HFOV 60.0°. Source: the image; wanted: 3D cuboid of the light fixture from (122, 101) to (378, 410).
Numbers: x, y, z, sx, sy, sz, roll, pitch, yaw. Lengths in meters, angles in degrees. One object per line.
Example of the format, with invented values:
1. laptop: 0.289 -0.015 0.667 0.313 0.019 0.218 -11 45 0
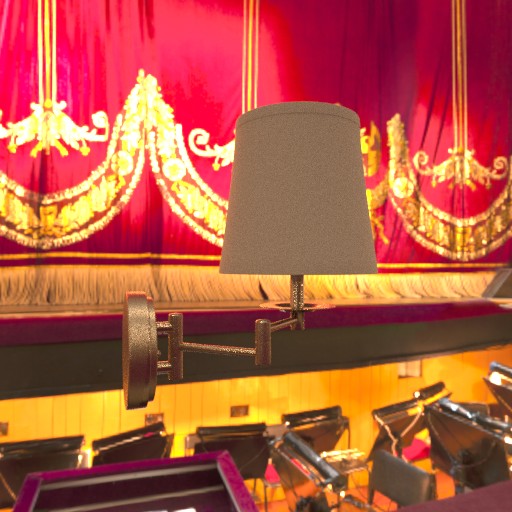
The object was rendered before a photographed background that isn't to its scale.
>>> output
1. light fixture: 0.000 0.000 0.614 0.348 0.381 0.223 0 -1 -19
